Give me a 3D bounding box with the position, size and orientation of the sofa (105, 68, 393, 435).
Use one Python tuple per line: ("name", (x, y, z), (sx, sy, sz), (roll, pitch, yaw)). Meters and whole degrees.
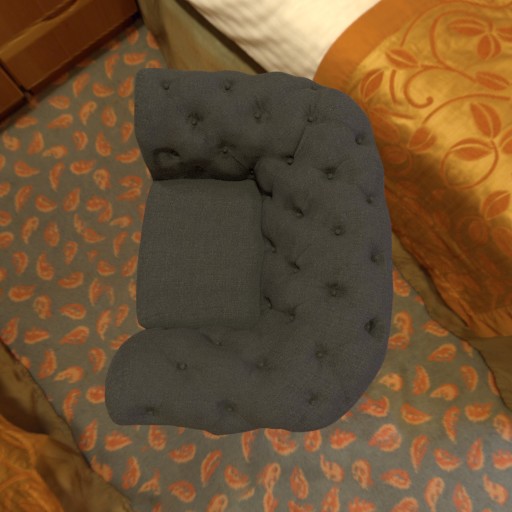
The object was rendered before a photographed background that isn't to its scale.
("sofa", (0.000, 0.000, 1.971), (1.032, 0.878, 1.405), (1, 77, 0))
